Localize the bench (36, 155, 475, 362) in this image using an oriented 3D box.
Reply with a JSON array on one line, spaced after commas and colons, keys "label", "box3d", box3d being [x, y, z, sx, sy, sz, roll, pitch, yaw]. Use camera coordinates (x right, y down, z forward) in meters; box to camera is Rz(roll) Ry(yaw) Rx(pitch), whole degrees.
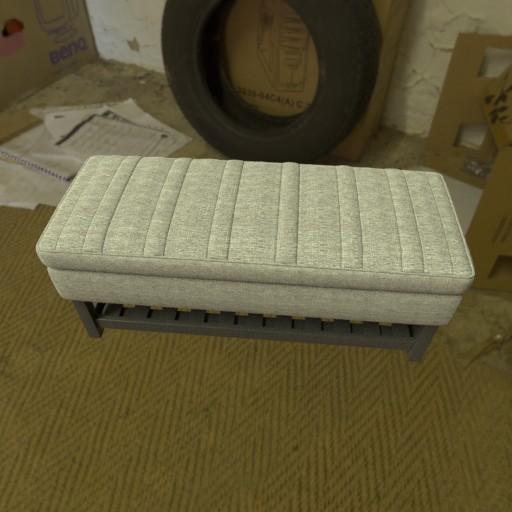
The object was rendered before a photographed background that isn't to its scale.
[{"label": "bench", "box3d": [0.000, 0.000, 1.347, 1.100, 0.470, 0.429, 4, 47, 3]}]
